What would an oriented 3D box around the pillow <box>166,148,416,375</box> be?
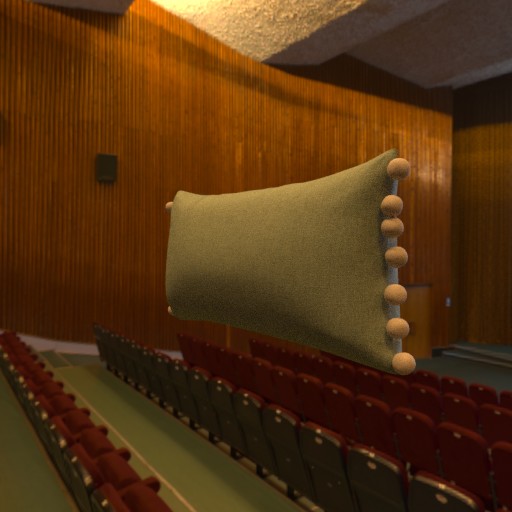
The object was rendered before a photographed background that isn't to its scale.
[{"bbox_3d":[0.000,0.000,0.856,0.201,0.322,0.709,0,1,-36],"label":"pillow"}]
